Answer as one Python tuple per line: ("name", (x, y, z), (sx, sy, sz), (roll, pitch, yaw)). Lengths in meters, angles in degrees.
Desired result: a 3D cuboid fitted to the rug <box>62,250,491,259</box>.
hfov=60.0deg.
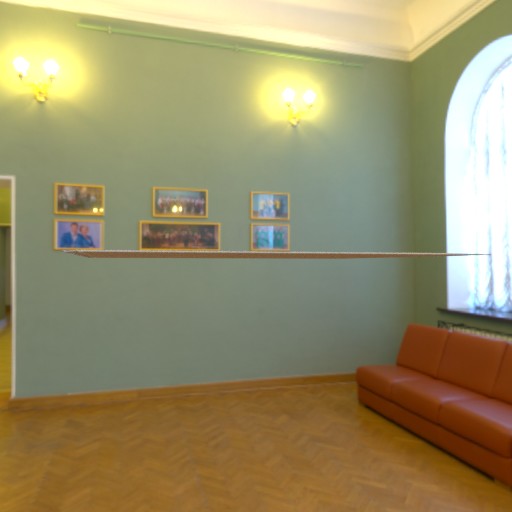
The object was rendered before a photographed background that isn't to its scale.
("rug", (0.000, 0.000, 3.918), (2.940, 0.013, 2.312), (0, -1, -17))
